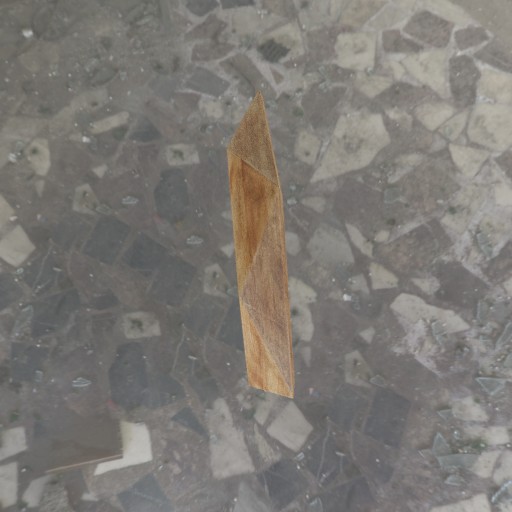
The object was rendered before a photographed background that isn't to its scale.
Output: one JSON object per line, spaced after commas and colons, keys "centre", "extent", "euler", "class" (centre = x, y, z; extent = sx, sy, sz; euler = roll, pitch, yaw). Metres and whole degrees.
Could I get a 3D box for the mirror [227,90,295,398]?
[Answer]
{"centre": [0.000, 0.000, 1.103], "extent": [0.091, 0.779, 0.675], "euler": [-5, 74, -1], "class": "mirror"}
